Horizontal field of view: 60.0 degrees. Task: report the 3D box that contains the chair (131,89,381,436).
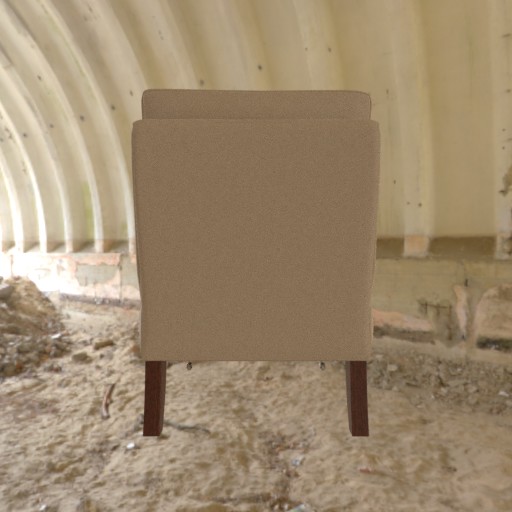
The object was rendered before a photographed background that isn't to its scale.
[{"bbox_3d":[0.000,0.000,1.663,0.724,1.052,0.912,0,1,0],"label":"chair"}]
